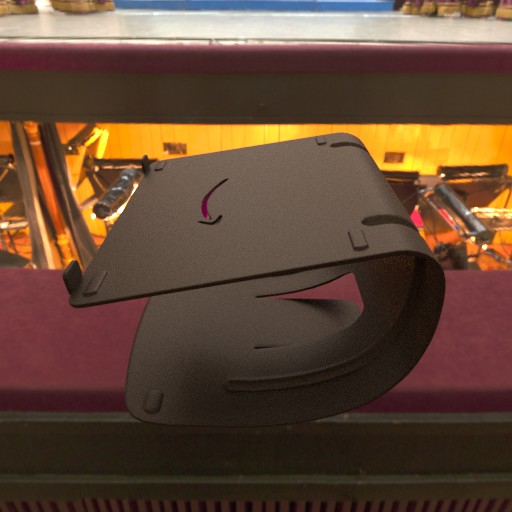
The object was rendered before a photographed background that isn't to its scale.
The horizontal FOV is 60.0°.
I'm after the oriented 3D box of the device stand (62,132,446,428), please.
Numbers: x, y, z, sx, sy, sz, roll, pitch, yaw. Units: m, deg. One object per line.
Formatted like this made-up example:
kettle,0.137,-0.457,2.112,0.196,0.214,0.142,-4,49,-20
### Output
device stand,0.000,0.000,0.396,0.236,0.155,0.256,0,32,1
